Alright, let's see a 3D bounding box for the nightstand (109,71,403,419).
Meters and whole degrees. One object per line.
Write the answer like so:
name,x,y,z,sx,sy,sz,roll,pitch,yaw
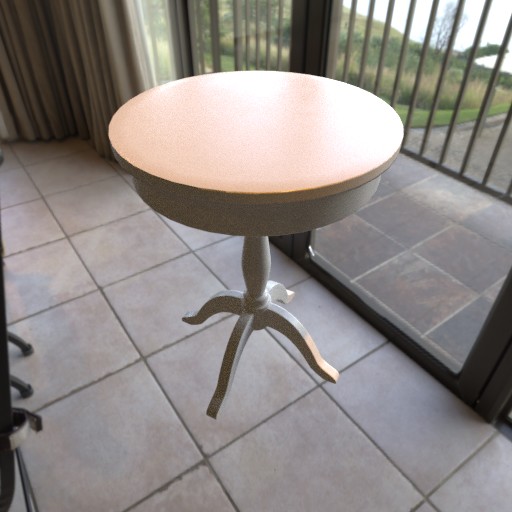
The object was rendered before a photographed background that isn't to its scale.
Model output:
nightstand,0.000,0.000,1.003,0.513,0.653,0.513,25,46,27
